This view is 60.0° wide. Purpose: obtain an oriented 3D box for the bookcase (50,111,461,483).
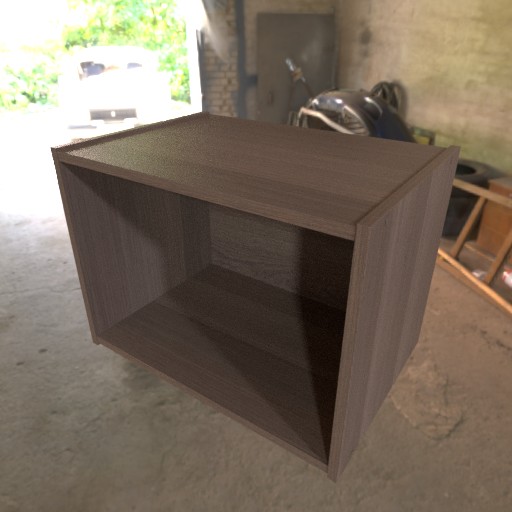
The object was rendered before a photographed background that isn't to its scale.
[{"bbox_3d":[0.000,0.000,0.617,0.415,0.305,0.290,18,33,30],"label":"bookcase"}]
